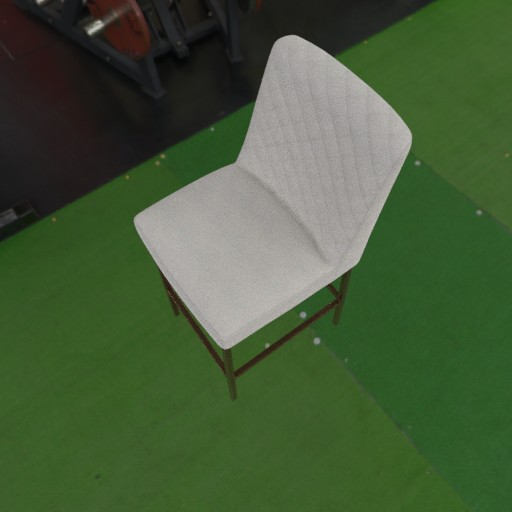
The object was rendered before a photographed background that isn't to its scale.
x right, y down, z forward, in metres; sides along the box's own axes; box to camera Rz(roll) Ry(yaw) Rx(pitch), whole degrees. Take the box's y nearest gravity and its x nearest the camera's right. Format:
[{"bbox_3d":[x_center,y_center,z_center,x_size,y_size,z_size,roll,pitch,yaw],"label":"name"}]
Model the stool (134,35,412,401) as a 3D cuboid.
[{"bbox_3d":[0.000,0.000,1.357,0.546,1.084,0.462,-33,67,-16],"label":"stool"}]
